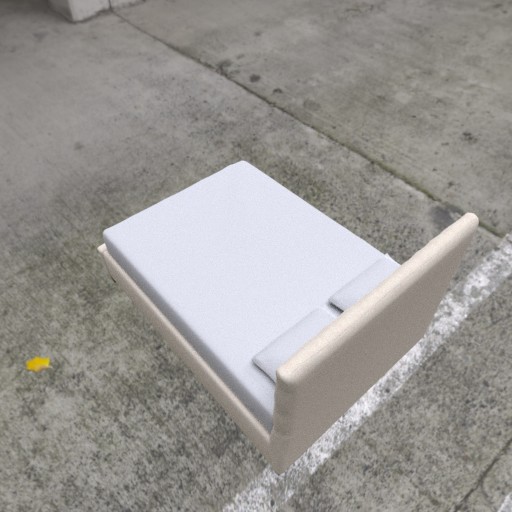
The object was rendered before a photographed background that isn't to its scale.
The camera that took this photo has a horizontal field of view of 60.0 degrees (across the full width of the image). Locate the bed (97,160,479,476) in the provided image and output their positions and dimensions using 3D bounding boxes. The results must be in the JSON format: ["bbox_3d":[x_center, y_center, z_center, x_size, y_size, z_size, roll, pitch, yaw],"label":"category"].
[{"bbox_3d":[0.000,0.000,3.497,1.698,1.427,2.387,-33,55,-27],"label":"bed"}]
